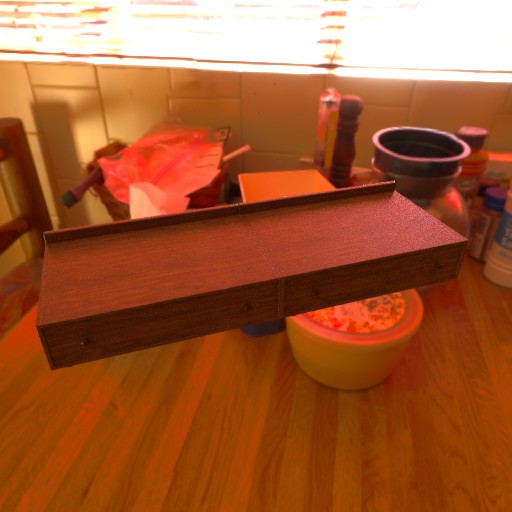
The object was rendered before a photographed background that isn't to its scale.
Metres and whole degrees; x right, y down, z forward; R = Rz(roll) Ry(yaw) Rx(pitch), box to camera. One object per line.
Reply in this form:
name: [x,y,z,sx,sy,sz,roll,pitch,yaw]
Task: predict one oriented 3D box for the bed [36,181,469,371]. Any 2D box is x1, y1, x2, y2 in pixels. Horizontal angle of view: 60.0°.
bed: [0.000,0.000,2.352,2.057,0.326,0.787,-10,34,-16]
